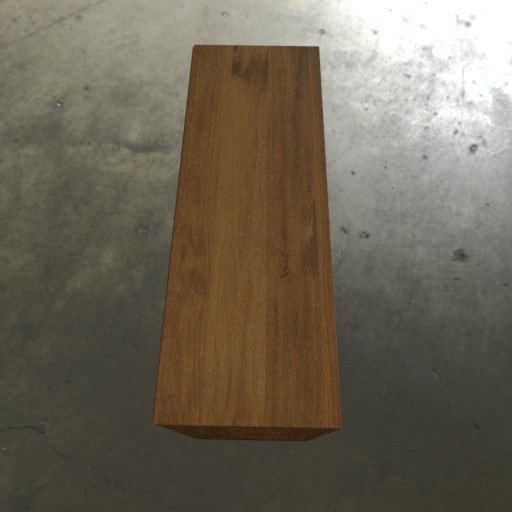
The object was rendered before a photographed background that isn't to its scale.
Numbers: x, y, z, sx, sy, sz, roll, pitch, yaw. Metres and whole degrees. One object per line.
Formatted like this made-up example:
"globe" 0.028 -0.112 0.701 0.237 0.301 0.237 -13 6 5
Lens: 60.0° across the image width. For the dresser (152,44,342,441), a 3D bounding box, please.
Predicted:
"dresser" 0.000 0.000 1.674 0.479 0.825 1.261 1 65 0
